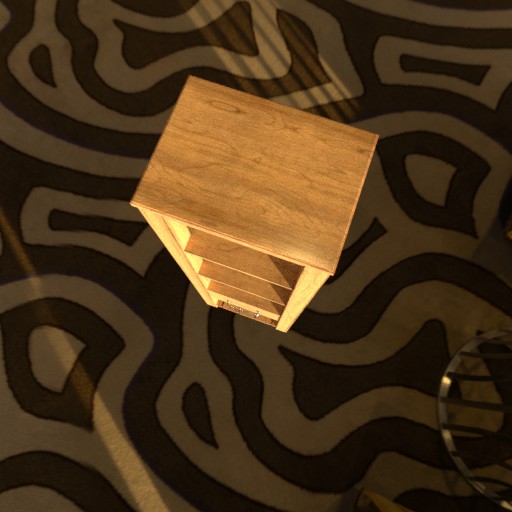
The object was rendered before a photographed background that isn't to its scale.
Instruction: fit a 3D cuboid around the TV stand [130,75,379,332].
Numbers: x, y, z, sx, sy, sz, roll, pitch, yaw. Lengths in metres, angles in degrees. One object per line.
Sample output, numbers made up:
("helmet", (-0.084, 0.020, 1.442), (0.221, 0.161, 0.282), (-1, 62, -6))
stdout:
("TV stand", (0.000, 0.000, 2.074), (0.565, 1.828, 0.435), (19, 76, 5))
